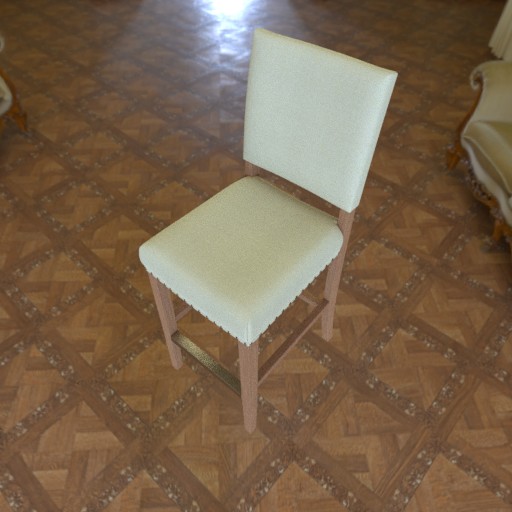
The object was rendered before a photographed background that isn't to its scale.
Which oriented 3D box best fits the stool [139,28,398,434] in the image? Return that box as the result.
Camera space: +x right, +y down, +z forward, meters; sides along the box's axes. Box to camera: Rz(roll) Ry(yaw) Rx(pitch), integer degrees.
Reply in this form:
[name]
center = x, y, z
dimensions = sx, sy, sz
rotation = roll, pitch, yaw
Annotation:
[stool]
center = 0.000, 0.000, 1.445
dimensions = 0.445, 1.168, 0.584
rotation = 32, 55, 26
